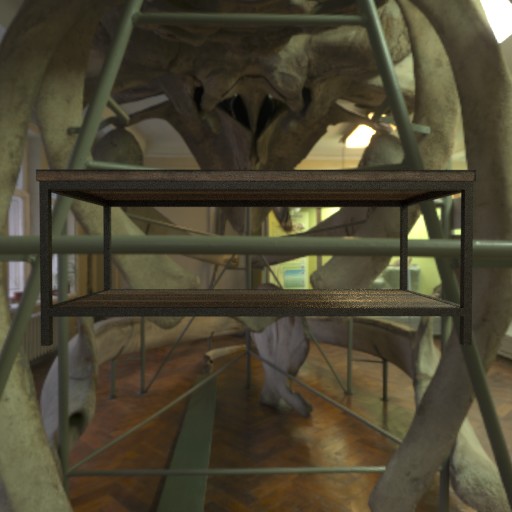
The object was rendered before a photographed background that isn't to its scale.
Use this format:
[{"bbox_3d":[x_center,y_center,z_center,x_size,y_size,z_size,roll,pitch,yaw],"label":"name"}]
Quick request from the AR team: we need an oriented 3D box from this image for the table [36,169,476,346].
[{"bbox_3d":[0.000,0.000,1.227,0.990,0.399,0.452,0,1,0],"label":"table"}]
